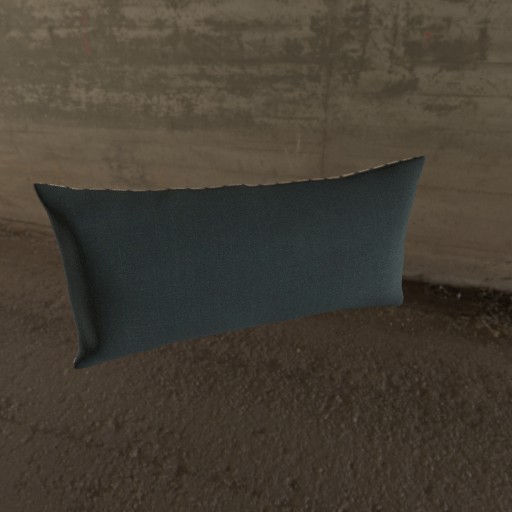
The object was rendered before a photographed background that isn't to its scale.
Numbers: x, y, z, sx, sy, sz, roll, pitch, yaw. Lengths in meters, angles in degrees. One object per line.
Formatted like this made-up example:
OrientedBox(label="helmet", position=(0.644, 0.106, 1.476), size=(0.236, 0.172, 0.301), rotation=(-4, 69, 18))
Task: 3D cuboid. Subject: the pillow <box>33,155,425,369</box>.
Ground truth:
OrientedBox(label="pillow", position=(0.000, 0.000, 0.726), size=(0.609, 0.305, 0.151), rotation=(-9, 28, -17))
